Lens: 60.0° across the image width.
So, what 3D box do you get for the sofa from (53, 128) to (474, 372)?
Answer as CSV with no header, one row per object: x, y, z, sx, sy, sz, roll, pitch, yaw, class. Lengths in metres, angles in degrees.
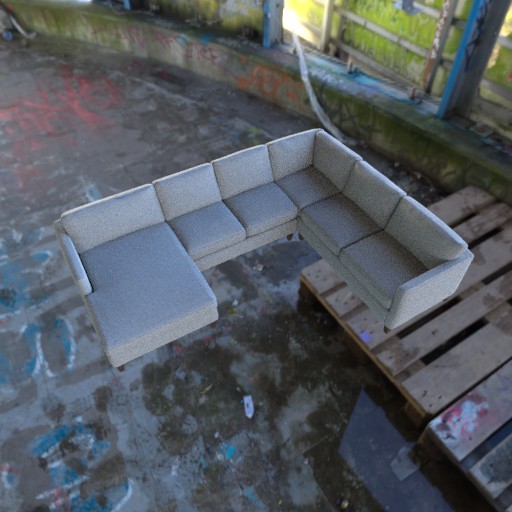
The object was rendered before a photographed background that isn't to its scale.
0.000,0.000,4.623,3.460,0.959,2.593,-23,52,-20,sofa
